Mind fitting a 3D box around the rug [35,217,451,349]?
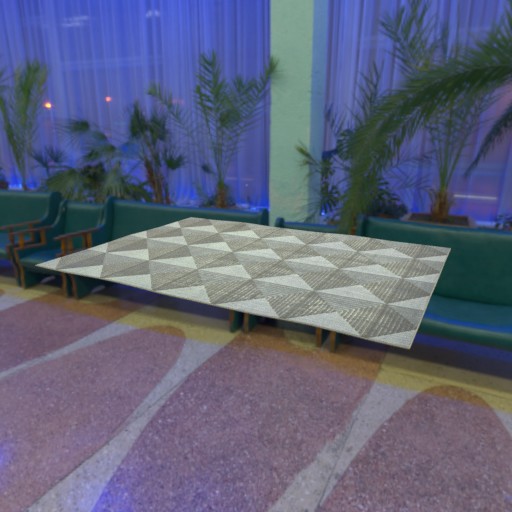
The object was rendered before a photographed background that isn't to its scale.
[{"bbox_3d":[0.000,0.000,4.367,3.333,0.027,2.428,9,19,27],"label":"rug"}]
